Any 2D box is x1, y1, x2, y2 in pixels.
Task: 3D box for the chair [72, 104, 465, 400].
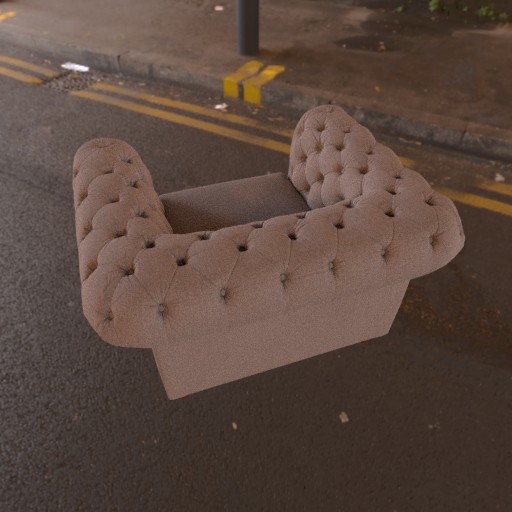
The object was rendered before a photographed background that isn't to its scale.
[{"bbox_3d":[0.000,0.000,1.803,1.270,0.770,0.976,-13,43,-14],"label":"chair"}]
